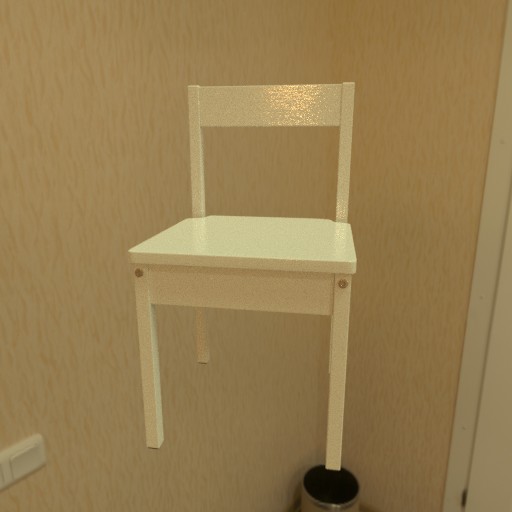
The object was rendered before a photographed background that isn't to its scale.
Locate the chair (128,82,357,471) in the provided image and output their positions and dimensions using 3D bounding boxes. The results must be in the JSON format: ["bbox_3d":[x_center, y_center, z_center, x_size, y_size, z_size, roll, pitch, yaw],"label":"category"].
[{"bbox_3d":[0.000,0.000,0.871,0.367,0.668,0.361,3,15,9],"label":"chair"}]
